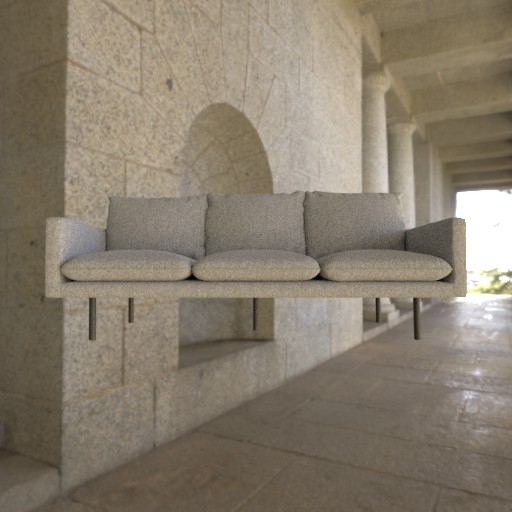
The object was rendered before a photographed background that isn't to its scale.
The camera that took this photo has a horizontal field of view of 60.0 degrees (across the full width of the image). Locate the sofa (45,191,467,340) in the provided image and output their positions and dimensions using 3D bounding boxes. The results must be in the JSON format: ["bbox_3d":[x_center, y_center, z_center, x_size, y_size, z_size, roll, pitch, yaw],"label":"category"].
[{"bbox_3d":[0.000,0.000,2.478,2.000,0.830,0.850,0,-2,0],"label":"sofa"}]
